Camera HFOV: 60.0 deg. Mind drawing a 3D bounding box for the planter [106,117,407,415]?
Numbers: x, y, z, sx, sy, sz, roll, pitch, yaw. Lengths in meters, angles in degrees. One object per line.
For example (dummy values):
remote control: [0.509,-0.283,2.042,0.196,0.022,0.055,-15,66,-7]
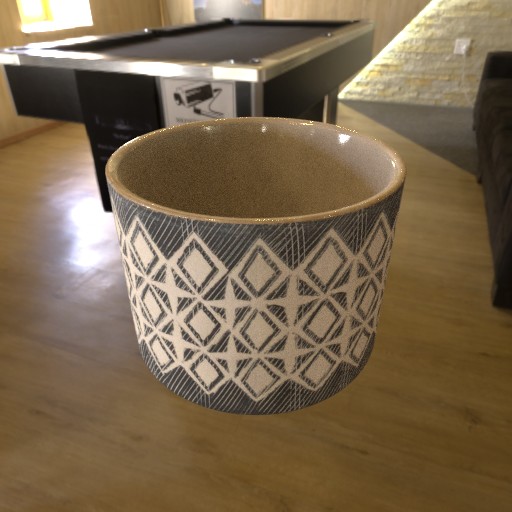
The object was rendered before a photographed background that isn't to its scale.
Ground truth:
planter: [0.000,0.000,0.221,0.126,0.104,0.126,0,32,0]
